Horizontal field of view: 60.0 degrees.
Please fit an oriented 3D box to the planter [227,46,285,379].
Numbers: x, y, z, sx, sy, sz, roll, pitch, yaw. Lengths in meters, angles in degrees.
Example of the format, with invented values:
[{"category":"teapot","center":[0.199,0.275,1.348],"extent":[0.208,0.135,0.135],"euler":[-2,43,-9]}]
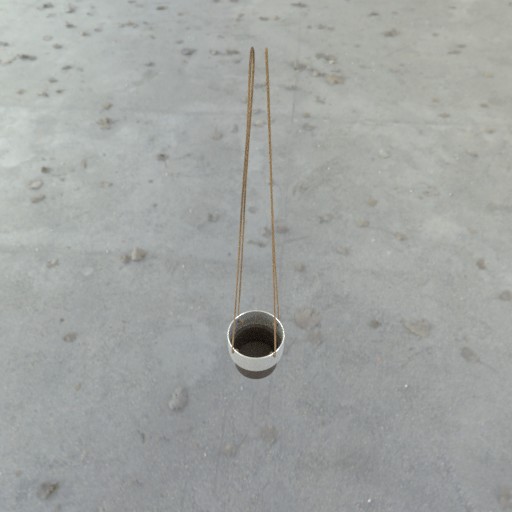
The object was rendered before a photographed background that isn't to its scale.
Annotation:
[{"category":"planter","center":[0.000,0.000,1.167],"extent":[0.187,1.073,0.187],"euler":[5,47,4]}]
